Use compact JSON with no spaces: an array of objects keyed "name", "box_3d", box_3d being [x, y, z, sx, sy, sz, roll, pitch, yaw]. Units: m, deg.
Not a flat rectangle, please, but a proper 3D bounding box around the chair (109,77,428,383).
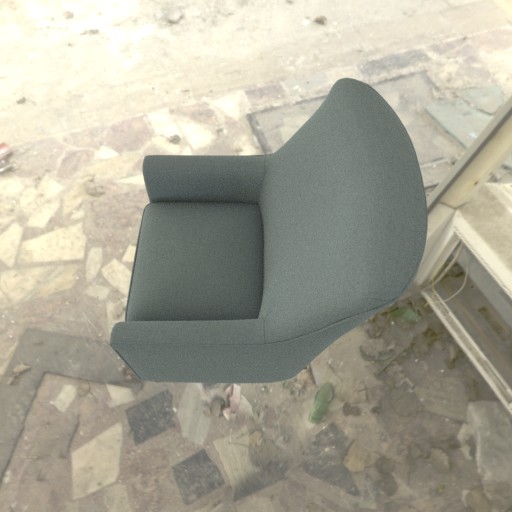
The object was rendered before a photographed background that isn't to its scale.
[{"name":"chair","box_3d":[0.000,0.000,1.552,0.879,0.916,0.756,1,60,0]}]
